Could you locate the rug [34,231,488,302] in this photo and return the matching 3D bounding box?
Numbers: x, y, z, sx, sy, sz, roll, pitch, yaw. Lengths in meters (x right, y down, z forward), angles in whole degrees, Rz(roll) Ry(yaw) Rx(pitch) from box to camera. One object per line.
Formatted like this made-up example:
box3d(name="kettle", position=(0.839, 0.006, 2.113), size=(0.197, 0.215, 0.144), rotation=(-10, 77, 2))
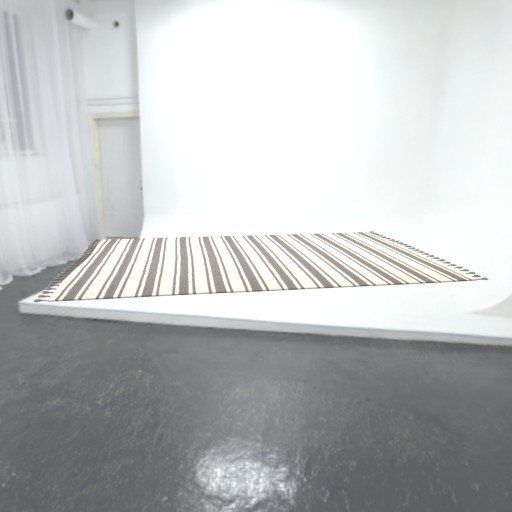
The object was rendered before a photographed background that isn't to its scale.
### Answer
box3d(name="rug", position=(0.000, 0.000, 3.048), size=(2.425, 0.014, 1.563), rotation=(-2, 13, -9))
